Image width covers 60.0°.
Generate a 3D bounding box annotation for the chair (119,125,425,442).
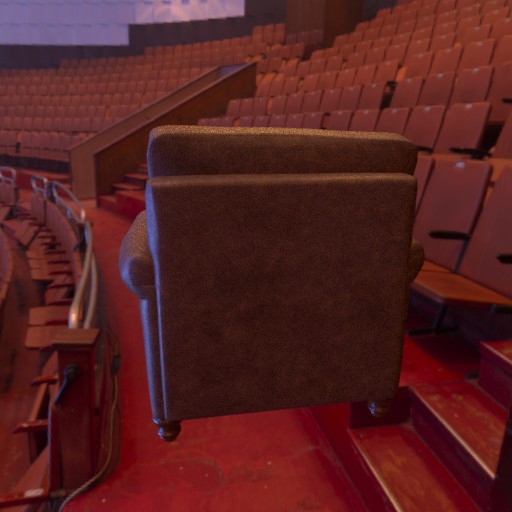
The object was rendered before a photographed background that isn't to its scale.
[{"bbox_3d":[0.000,0.000,1.767,0.996,0.976,1.002,-3,15,-10],"label":"chair"}]
